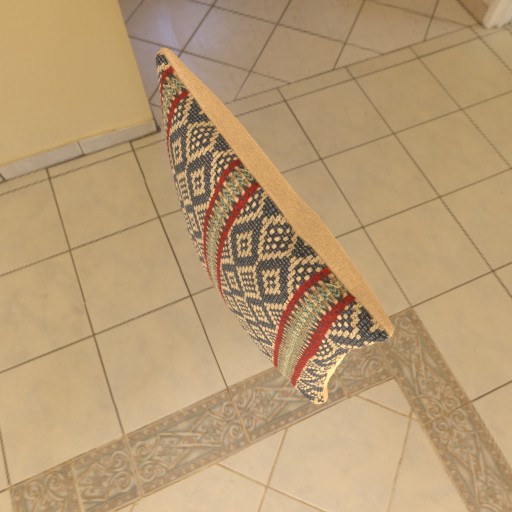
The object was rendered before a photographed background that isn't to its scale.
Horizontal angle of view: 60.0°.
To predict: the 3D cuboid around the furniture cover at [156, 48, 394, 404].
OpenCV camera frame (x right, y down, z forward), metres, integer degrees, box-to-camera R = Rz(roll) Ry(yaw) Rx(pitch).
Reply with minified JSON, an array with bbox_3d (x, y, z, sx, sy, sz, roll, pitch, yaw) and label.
[{"bbox_3d":[0.000,0.000,0.655,0.139,0.431,0.431,-31,68,-14],"label":"furniture cover"}]
